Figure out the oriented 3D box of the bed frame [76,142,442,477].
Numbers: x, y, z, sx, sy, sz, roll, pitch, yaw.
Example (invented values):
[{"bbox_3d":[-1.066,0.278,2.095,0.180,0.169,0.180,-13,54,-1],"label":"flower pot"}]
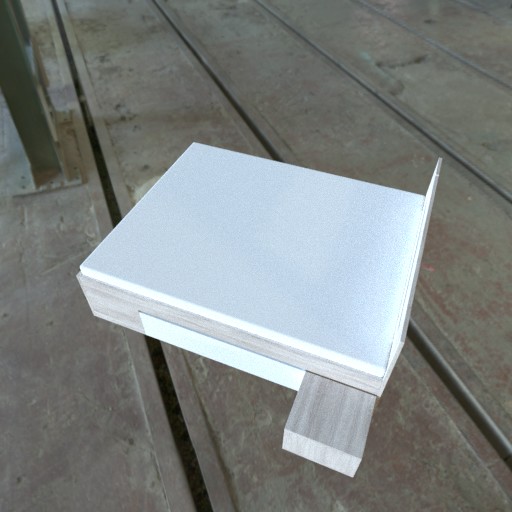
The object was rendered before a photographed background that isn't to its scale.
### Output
[{"bbox_3d":[0.000,0.000,3.097,2.050,0.860,2.040,16,49,15],"label":"bed frame"}]
